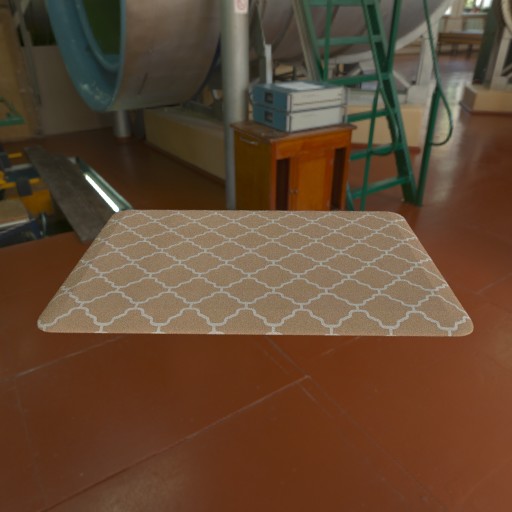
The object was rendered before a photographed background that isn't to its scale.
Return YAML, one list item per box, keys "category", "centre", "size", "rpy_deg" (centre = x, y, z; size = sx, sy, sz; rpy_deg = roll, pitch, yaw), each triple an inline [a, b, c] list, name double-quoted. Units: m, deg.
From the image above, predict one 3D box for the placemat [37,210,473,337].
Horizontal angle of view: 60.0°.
- category: "placemat"
  centre: [0.000, 0.000, 0.964]
  size: [0.762, 0.021, 0.508]
  rpy_deg: [0, 30, 1]
